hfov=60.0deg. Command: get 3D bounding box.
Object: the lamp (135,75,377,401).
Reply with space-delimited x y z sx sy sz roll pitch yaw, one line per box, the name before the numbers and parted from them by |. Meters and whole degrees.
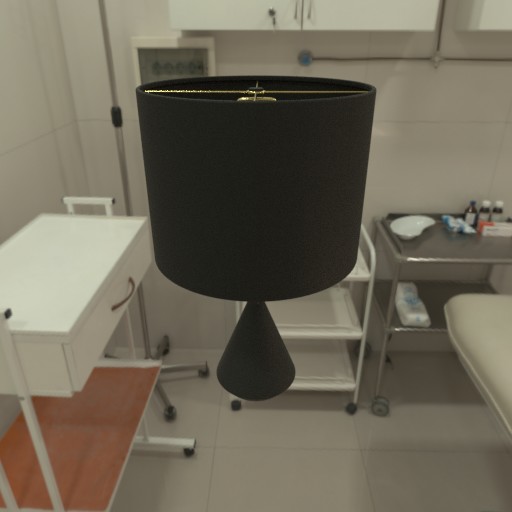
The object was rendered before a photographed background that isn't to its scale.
lamp | 0.000 0.000 0.809 0.359 0.584 0.359 1 27 1
